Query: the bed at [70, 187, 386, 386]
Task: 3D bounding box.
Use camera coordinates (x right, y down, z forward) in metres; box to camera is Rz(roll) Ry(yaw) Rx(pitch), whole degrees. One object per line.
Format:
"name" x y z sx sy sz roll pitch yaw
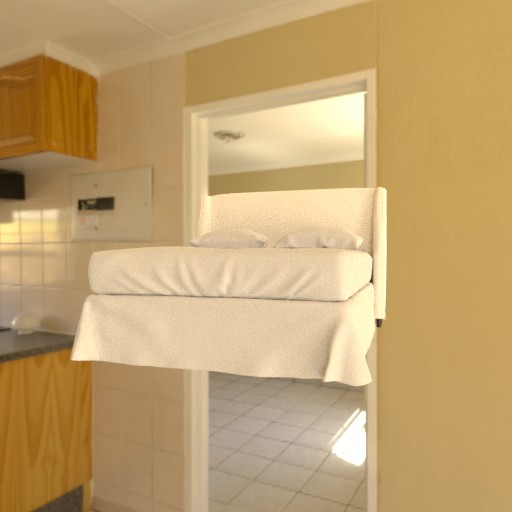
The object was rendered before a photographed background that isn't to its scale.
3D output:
"bed" 0.000 0.000 3.533 1.925 1.332 2.276 0 0 18
